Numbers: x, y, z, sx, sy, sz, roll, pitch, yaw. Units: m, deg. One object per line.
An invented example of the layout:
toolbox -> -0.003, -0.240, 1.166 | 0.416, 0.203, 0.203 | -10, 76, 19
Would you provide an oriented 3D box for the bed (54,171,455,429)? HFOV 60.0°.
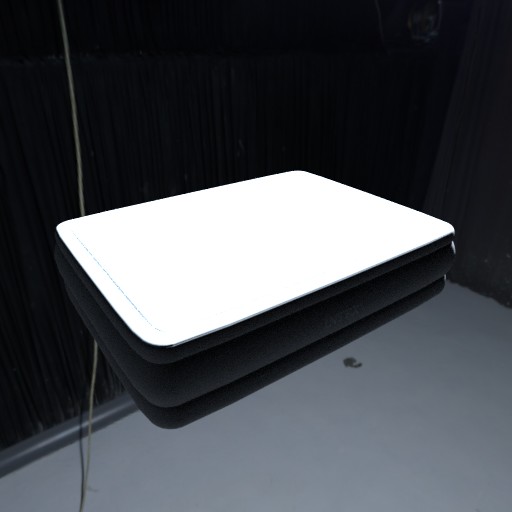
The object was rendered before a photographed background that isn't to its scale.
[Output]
bed -> 0.000, 0.000, 2.678 | 2.036, 0.460, 1.520 | -18, 33, -31
